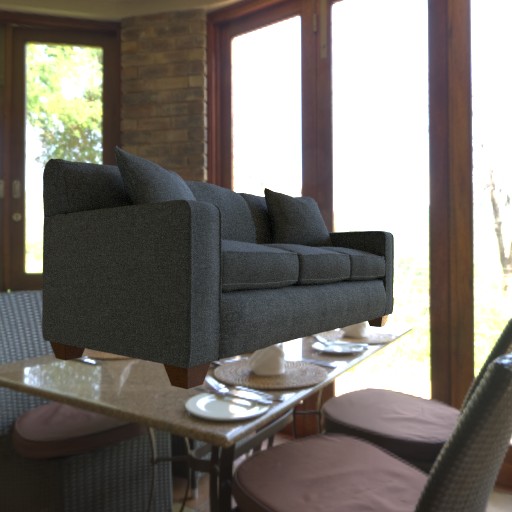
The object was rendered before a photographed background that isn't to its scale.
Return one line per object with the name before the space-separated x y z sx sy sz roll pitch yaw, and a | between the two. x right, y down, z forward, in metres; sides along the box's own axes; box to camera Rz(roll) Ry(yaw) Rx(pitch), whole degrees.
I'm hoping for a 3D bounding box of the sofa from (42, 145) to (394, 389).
sofa | 0.000 0.000 2.559 0.997 0.958 2.024 -1 -1 36
